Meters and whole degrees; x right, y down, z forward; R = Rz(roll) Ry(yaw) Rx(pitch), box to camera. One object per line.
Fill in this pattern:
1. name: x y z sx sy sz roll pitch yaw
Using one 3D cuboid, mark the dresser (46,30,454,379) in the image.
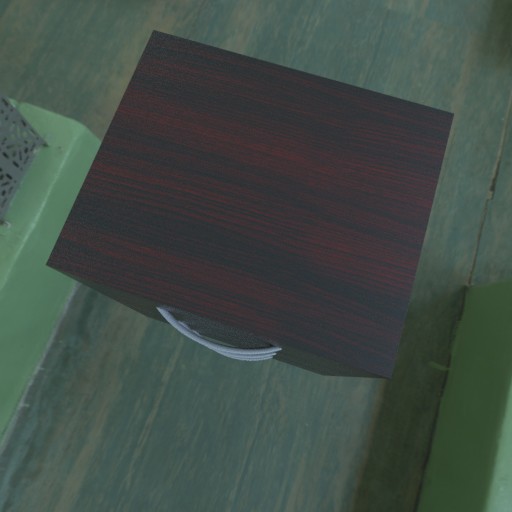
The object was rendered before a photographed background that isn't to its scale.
1. dresser: 0.000 0.000 0.792 0.400 0.560 0.360 17 76 5
